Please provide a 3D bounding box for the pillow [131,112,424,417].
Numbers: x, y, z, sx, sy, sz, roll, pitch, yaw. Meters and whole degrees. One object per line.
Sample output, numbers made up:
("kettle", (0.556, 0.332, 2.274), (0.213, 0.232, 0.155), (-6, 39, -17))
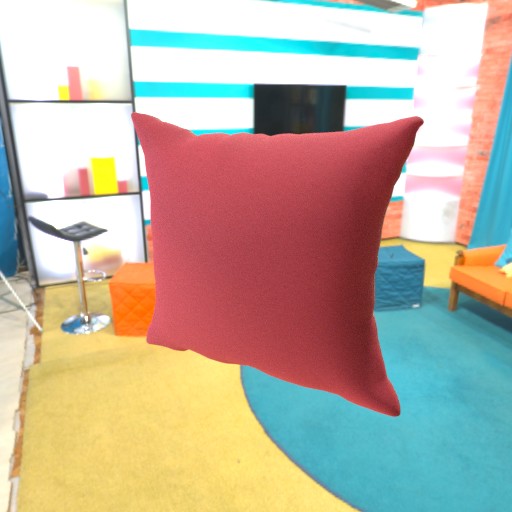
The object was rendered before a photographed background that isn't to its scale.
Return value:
("pillow", (0.000, 0.000, 0.811), (0.559, 0.501, 0.229), (9, 20, 26))
